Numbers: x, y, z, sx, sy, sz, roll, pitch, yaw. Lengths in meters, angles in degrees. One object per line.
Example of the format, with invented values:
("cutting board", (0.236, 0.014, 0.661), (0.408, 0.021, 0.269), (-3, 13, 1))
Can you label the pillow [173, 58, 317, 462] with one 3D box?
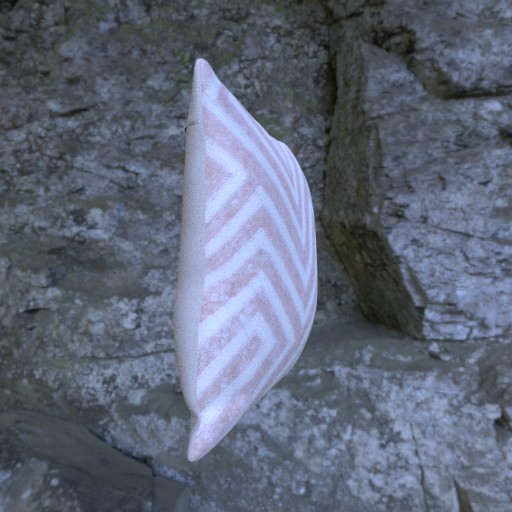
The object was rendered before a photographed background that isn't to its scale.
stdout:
("pillow", (0.000, 0.000, 0.681), (0.182, 0.441, 0.440), (1, 2, 17))
